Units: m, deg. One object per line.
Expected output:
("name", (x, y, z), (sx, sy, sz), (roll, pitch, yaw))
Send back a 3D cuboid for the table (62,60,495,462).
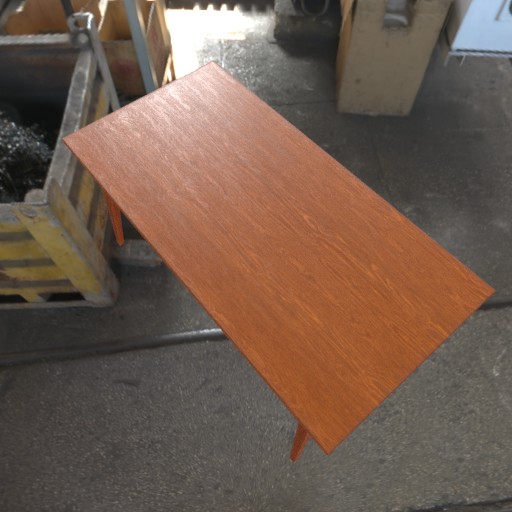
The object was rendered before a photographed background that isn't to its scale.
("table", (0.000, 0.000, 2.030), (0.811, 0.755, 1.609), (-36, 66, -19))
